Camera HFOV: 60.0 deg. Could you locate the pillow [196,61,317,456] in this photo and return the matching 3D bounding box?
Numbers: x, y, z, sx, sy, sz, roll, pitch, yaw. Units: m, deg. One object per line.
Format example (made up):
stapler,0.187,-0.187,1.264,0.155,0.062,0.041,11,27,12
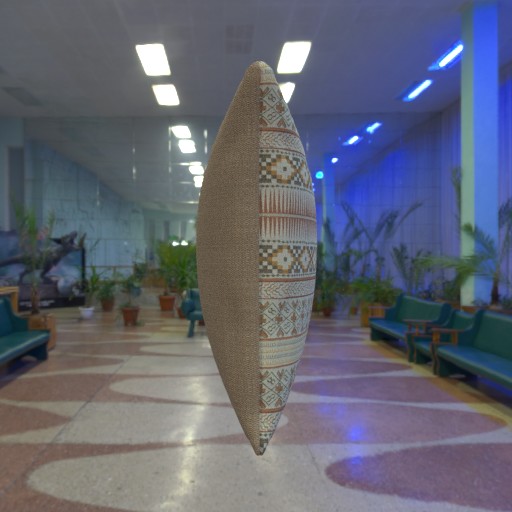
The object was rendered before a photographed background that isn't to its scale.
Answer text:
pillow,0.000,0.000,0.825,0.215,0.519,0.521,0,0,-1
